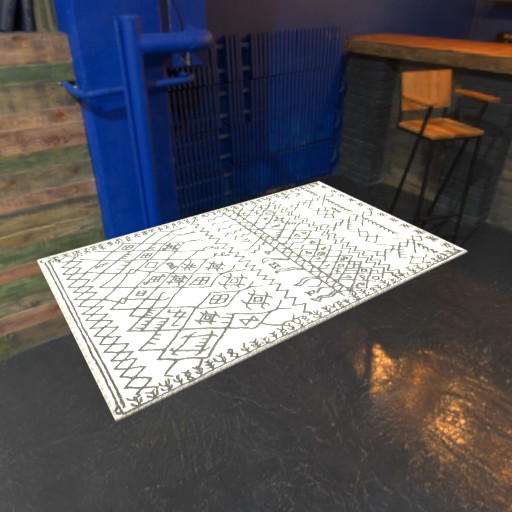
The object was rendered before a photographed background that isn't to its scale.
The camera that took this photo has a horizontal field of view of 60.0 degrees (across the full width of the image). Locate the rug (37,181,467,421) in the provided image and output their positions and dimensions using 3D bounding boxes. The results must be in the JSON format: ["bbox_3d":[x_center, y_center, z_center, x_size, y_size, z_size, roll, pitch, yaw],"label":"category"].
[{"bbox_3d":[0.000,0.000,2.963,2.444,0.012,1.526,-20,36,-29],"label":"rug"}]
